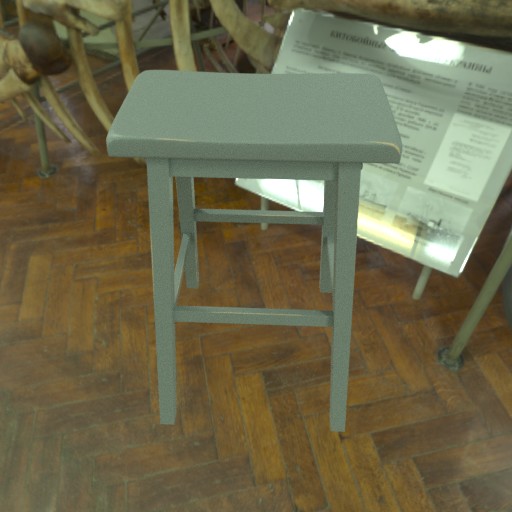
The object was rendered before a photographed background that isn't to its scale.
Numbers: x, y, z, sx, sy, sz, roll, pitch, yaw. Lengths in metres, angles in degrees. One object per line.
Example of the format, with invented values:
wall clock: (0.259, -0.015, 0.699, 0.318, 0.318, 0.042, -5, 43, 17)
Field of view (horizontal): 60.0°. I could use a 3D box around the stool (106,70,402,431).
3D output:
stool: (0.000, 0.000, 1.001, 0.457, 0.737, 0.476, 2, 46, 2)
